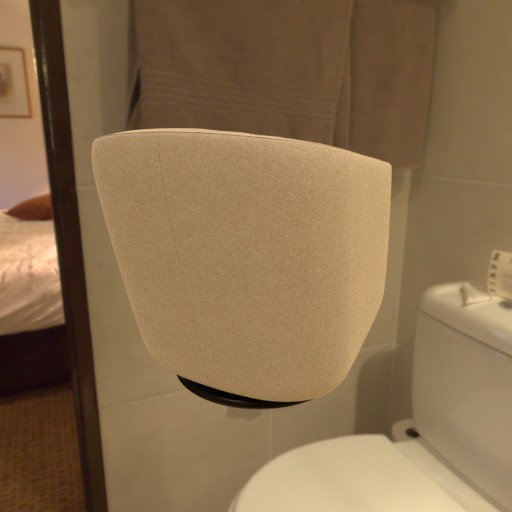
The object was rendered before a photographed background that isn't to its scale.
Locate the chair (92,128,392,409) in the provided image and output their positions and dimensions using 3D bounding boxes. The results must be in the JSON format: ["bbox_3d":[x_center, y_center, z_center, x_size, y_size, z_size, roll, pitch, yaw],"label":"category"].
[{"bbox_3d":[0.000,0.000,1.587,0.822,0.861,0.986,8,17,27],"label":"chair"}]
